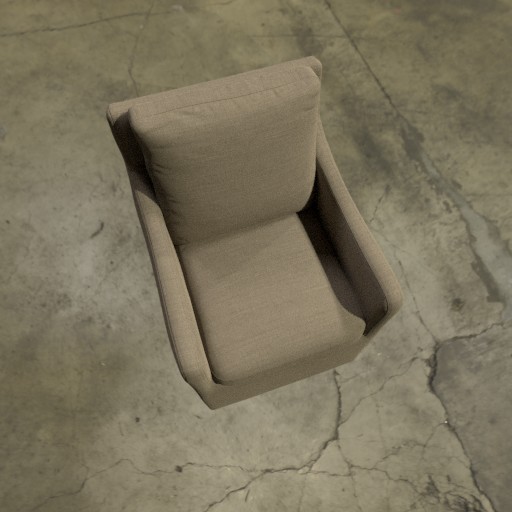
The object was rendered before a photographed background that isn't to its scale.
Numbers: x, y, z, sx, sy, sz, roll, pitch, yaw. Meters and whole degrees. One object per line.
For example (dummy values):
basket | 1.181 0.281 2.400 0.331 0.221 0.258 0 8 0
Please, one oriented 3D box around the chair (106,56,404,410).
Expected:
chair | 0.000 0.000 1.380 0.626 0.914 0.694 -17 64 -8
